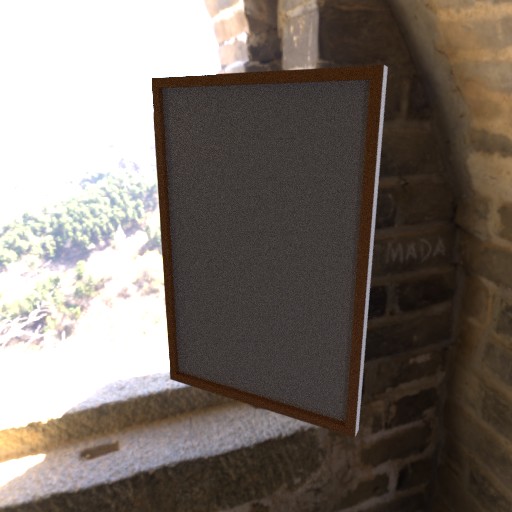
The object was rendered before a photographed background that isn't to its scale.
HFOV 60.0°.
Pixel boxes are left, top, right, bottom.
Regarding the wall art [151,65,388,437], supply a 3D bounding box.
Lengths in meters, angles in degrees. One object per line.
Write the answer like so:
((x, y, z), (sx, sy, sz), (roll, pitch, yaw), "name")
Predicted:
((0.000, 0.000, 0.791), (0.405, 0.608, 0.025), (9, 19, 26), "wall art")
